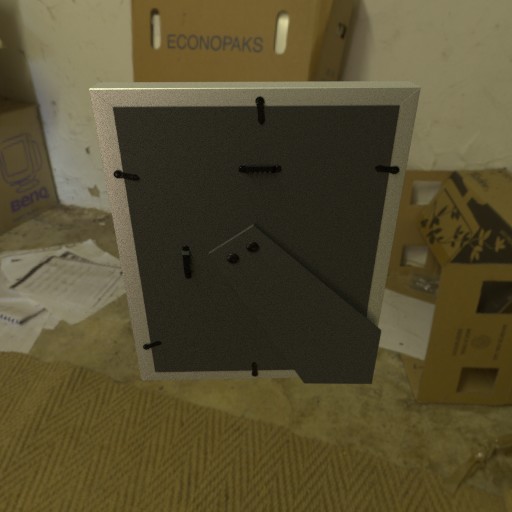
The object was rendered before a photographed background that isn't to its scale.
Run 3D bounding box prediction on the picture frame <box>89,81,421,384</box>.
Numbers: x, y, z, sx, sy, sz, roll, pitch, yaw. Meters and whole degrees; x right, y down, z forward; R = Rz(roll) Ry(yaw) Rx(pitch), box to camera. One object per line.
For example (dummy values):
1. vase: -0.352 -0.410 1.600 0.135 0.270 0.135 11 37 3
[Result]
1. picture frame: 0.000 0.000 0.388 0.233 0.282 0.036 -1 30 -1
